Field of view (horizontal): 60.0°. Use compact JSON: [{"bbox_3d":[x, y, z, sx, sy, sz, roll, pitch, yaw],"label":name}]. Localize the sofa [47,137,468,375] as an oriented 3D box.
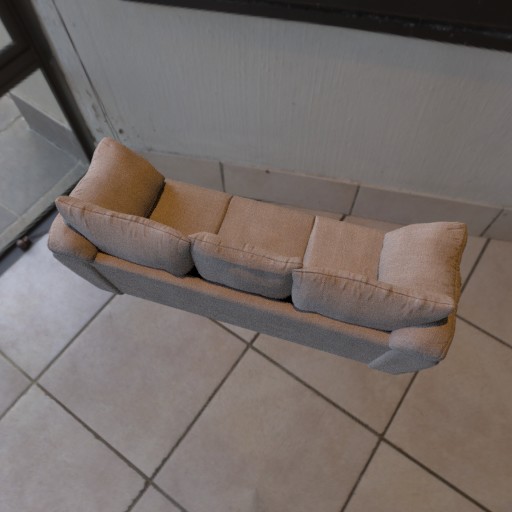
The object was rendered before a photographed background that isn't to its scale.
[{"bbox_3d":[0.000,0.000,2.786,2.334,0.996,0.878,15,63,8],"label":"sofa"}]
